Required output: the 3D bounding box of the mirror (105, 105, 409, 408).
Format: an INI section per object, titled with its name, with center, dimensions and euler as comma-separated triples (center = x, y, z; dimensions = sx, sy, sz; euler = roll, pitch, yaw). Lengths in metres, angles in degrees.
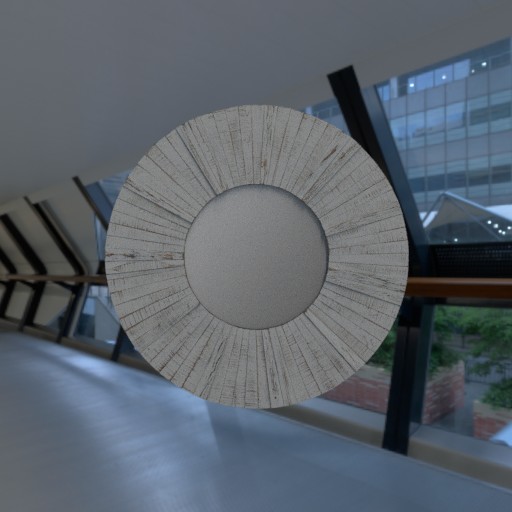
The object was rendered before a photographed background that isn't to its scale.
[mirror]
center = 0.000, 0.000, 1.351
dimensions = 0.914, 0.914, 0.038
euler = 0, -1, 1
